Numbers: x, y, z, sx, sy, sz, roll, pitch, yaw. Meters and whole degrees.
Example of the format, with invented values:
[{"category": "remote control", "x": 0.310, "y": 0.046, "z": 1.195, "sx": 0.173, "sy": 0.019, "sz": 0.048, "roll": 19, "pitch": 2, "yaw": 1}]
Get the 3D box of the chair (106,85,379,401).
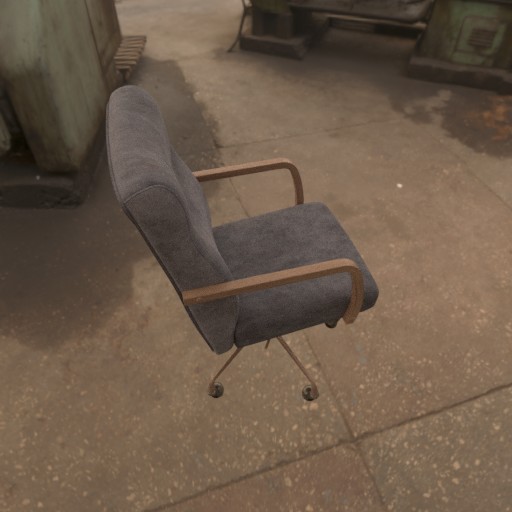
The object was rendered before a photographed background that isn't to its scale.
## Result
[{"category": "chair", "x": 0.000, "y": 0.000, "z": 1.459, "sx": 0.741, "sy": 1.029, "sz": 0.640, "roll": -12, "pitch": 46, "yaw": -11}]
